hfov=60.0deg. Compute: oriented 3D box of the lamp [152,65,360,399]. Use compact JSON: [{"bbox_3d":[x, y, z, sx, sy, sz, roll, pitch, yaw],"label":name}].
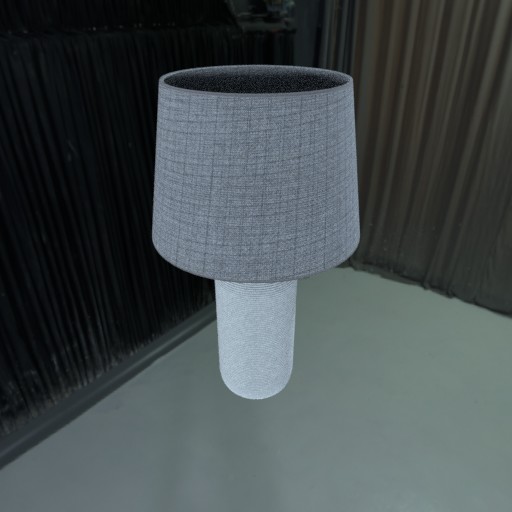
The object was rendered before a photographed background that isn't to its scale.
[{"bbox_3d":[0.000,0.000,0.567,0.251,0.429,0.251,0,30,0],"label":"lamp"}]
